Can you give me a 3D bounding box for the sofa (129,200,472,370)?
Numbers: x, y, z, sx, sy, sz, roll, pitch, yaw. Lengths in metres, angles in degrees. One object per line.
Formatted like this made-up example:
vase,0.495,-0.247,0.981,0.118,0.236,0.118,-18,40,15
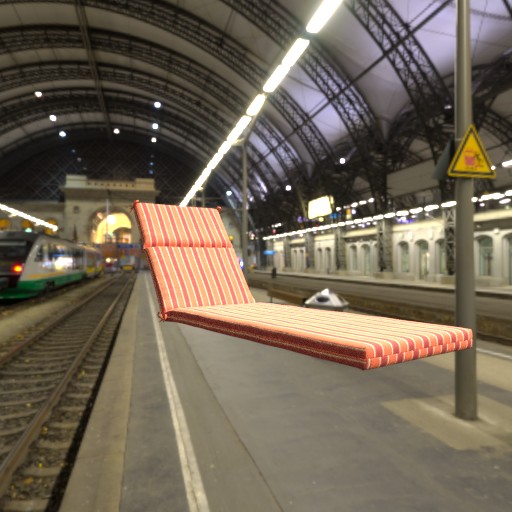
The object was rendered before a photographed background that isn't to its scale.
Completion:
sofa,0.000,0.000,1.930,0.582,0.622,1.663,1,-1,-36
